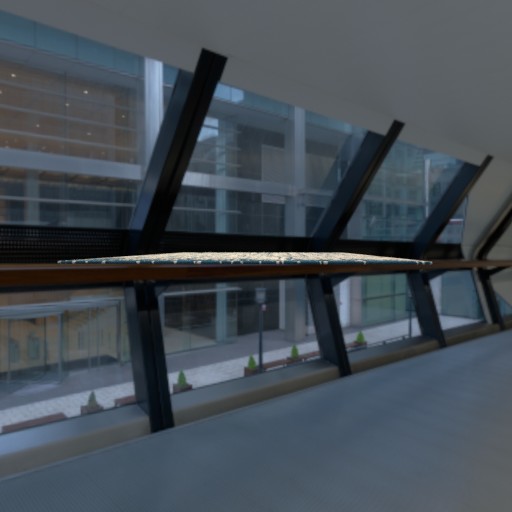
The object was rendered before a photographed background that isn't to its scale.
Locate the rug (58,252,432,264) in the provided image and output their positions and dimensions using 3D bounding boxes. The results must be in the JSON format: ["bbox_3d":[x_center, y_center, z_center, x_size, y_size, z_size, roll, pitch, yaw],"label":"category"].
[{"bbox_3d":[0.000,0.000,2.999,1.517,0.011,2.435,0,1,3],"label":"rug"}]
